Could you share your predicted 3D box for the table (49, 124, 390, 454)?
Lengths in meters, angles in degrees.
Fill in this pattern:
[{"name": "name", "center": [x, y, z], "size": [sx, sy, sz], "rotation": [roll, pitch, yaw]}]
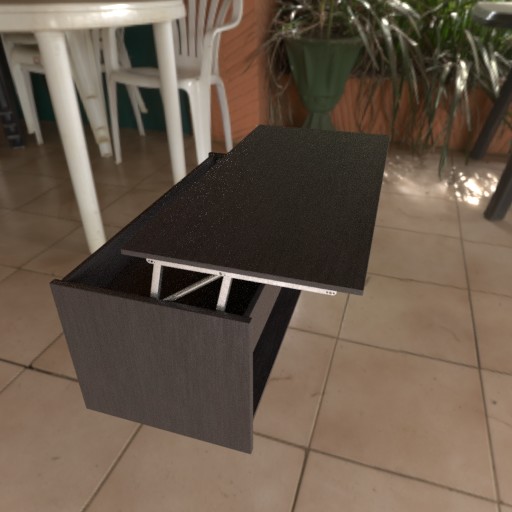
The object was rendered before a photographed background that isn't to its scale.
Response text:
[{"name": "table", "center": [0.000, 0.000, 1.439], "size": [0.712, 0.570, 1.000], "rotation": [9, 33, 15]}]
